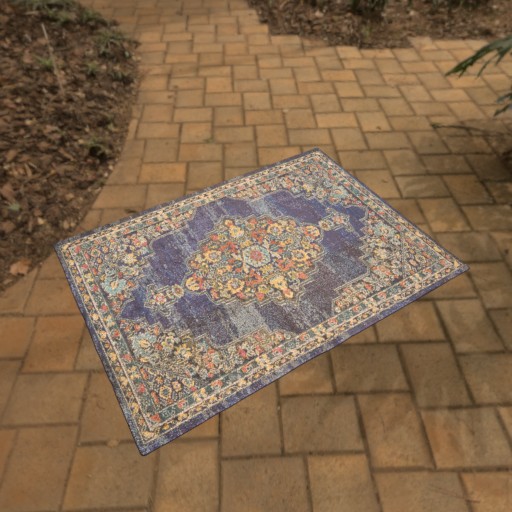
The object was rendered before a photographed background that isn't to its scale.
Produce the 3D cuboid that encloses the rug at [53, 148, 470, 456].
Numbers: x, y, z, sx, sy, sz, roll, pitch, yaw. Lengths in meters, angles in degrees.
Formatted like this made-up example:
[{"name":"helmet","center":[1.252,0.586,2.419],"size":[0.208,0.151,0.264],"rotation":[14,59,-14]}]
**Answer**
[{"name":"rug","center":[0.000,0.000,2.908],"size":[2.232,0.009,1.630],"rotation":[-24,51,-21]}]
